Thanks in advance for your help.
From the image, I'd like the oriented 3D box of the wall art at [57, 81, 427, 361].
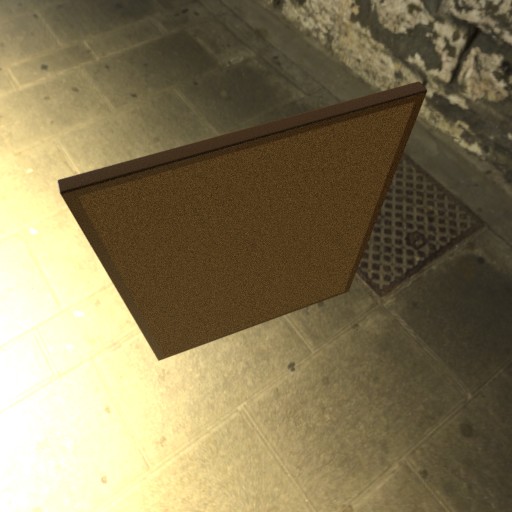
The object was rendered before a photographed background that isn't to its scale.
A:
[{"bbox_3d":[0.000,0.000,0.745,0.449,0.550,0.021,-18,60,-11],"label":"wall art"}]
